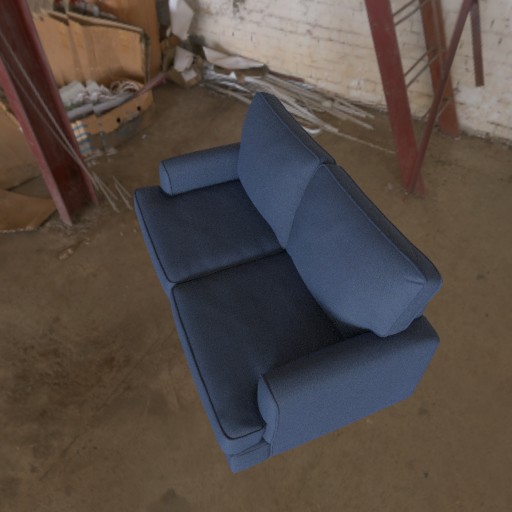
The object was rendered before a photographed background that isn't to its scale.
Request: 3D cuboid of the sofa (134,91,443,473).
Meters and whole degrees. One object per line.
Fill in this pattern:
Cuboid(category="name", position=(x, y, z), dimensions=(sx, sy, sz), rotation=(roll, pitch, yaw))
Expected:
Cuboid(category="sofa", position=(0.000, 0.000, 2.227), dimensions=(0.965, 0.965, 1.651), rotation=(-17, 49, -15))
